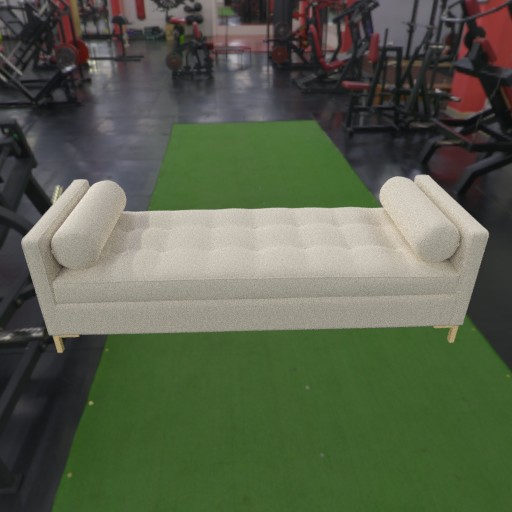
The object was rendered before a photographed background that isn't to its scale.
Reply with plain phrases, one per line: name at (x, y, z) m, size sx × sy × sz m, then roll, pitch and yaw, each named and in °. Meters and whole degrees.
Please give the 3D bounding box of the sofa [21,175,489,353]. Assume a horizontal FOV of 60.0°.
sofa at (0.000, 0.000, 2.313) m, size 1.985 × 0.641 × 0.746 m, roll -1°, pitch 30°, yaw -2°
